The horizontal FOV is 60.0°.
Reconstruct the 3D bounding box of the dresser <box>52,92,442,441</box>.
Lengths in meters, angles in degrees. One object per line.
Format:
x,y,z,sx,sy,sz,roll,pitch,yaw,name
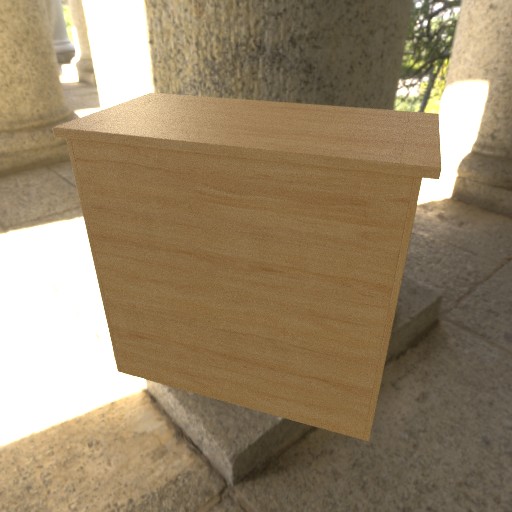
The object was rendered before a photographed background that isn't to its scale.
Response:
0.000,0.000,1.208,0.800,0.730,0.410,10,32,16,dresser
